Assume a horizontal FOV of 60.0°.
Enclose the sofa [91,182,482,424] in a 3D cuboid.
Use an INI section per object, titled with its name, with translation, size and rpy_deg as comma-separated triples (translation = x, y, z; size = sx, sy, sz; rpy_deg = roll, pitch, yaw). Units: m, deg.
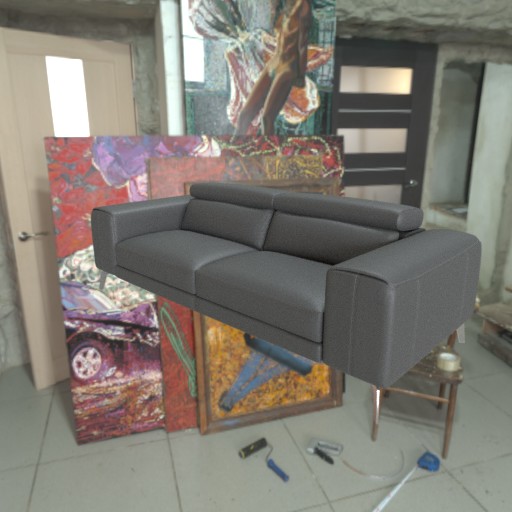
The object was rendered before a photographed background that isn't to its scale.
[sofa]
translation = 0.000, 0.000, 2.766
size = 2.321, 0.759, 1.023
rpy_deg = 15, 22, 41
